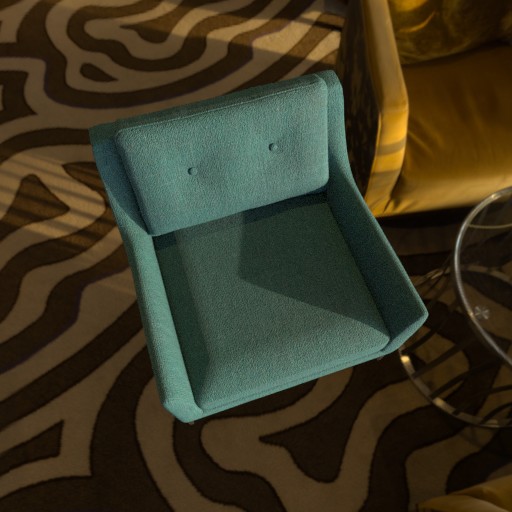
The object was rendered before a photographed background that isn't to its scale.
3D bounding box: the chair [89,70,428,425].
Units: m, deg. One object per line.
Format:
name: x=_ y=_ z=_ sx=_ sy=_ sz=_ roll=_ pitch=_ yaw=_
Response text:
chair: x=0.000 y=0.000 z=1.540 sx=0.847 sy=0.828 sz=0.849 roll=-16 pitch=65 yaw=-8
